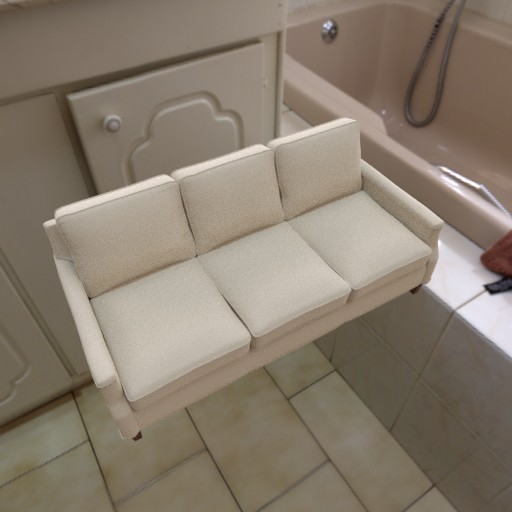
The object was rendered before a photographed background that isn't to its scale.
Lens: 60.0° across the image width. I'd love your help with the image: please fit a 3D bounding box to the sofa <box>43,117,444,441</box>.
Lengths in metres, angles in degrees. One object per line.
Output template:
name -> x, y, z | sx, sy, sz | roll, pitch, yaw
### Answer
sofa -> 0.000, 0.000, 2.790 | 2.246, 1.003, 1.084 | -23, 50, -20
